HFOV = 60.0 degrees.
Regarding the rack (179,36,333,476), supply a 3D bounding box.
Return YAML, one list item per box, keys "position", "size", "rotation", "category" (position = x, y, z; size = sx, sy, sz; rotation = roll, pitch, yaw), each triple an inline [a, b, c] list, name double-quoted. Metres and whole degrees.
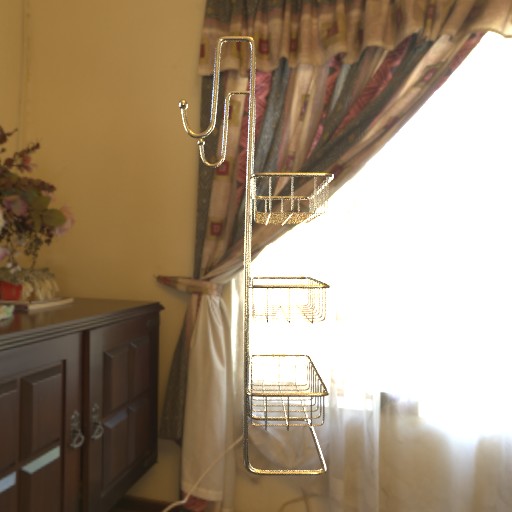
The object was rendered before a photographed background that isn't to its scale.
- position: [0.000, 0.000, 0.676]
  size: [0.202, 0.574, 0.228]
  rotation: [0, 0, 0]
  category: "rack"
